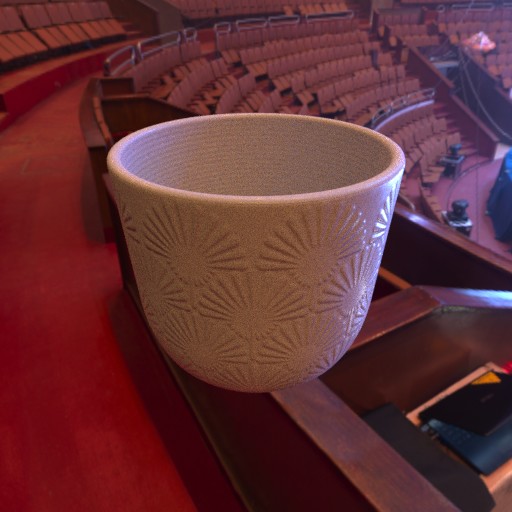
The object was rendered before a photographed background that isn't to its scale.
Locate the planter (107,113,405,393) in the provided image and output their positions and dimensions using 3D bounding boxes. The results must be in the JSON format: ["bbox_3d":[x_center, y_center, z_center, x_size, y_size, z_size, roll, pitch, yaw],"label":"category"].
[{"bbox_3d":[0.000,0.000,0.299,0.170,0.152,0.170,0,30,0],"label":"planter"}]
